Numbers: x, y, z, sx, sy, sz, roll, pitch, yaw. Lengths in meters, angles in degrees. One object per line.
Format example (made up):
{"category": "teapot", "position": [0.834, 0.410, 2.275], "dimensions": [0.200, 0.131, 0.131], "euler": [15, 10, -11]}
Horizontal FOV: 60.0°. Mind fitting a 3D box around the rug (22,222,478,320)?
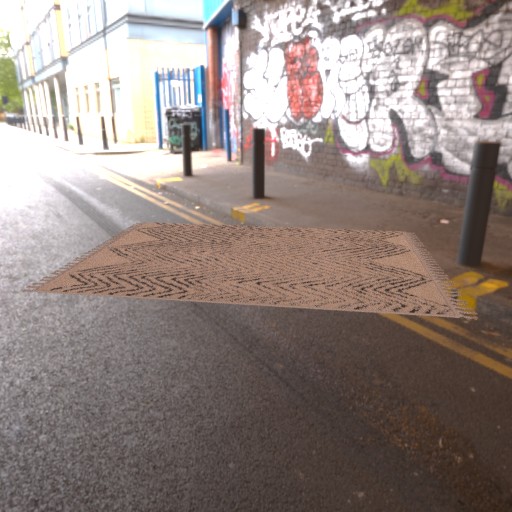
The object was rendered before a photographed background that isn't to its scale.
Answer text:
{"category": "rug", "position": [0.000, 0.000, 2.318], "dimensions": [1.847, 0.014, 1.230], "euler": [3, 18, 8]}
